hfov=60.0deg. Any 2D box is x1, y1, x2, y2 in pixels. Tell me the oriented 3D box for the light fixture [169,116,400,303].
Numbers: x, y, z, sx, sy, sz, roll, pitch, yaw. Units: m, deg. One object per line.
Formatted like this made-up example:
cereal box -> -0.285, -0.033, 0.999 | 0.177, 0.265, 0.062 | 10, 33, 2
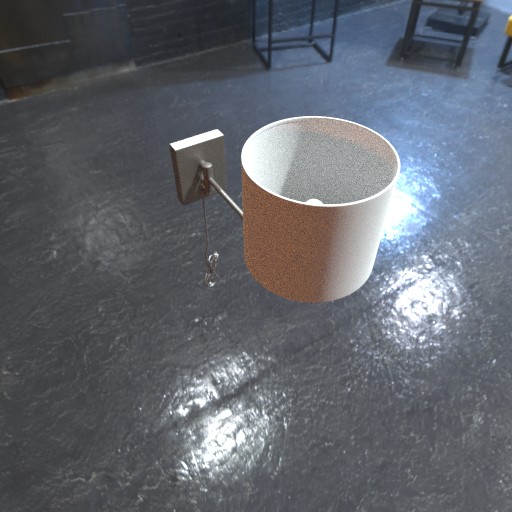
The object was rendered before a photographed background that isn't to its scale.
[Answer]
light fixture -> 0.000, 0.000, 0.900 | 0.203, 0.651, 0.516 | -24, 51, -21
